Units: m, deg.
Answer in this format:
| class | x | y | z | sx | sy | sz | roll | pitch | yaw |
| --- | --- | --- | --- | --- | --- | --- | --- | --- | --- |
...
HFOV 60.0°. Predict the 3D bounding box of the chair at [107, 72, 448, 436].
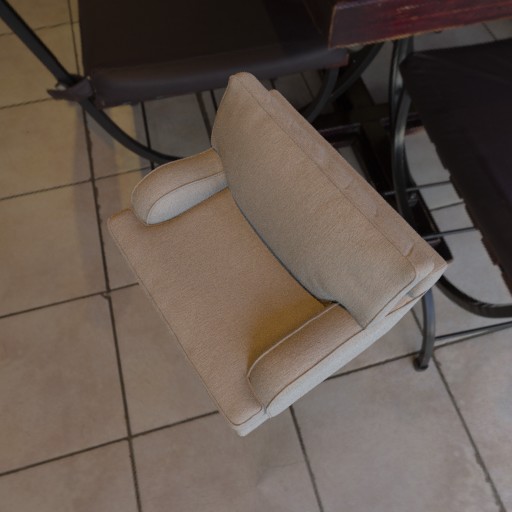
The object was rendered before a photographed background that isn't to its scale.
| class | x | y | z | sx | sy | sz | roll | pitch | yaw |
| --- | --- | --- | --- | --- | --- | --- | --- | --- | --- |
| chair | 0.000 | 0.000 | 2.091 | 1.041 | 1.016 | 1.220 | -31 | 67 | -15 |
